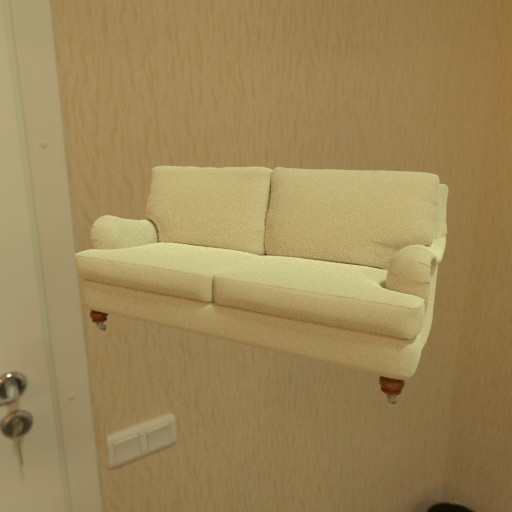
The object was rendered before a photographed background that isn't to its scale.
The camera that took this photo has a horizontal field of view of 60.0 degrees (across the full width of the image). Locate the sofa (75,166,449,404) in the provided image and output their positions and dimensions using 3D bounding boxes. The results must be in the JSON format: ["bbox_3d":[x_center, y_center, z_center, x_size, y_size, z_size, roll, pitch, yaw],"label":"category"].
[{"bbox_3d":[0.000,0.000,2.811,2.159,1.087,1.086,7,16,26],"label":"sofa"}]
